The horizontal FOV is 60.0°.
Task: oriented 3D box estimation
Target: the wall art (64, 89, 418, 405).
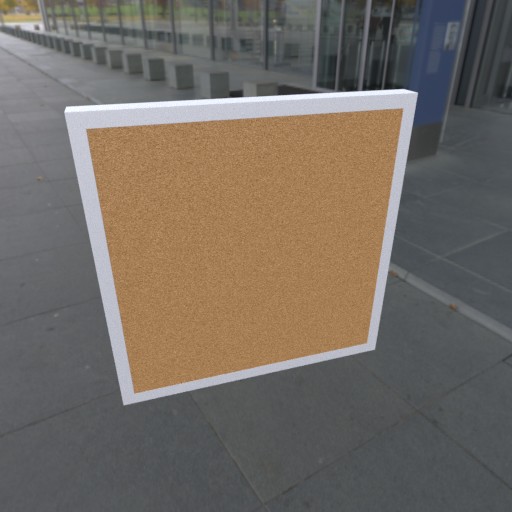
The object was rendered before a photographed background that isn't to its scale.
[{"bbox_3d":[0.000,0.000,0.752,0.507,0.508,0.038,-8,30,-15],"label":"wall art"}]
